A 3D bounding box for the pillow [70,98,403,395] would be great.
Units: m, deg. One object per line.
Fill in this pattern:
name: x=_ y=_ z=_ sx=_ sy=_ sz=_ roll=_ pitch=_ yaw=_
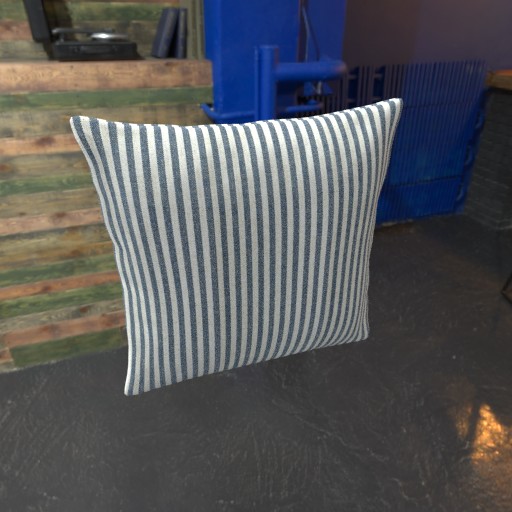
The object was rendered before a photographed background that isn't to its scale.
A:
pillow: x=0.000 y=0.000 z=0.783 sx=0.523 sy=0.510 sz=0.166 roll=-9 pitch=29 yaw=-16
